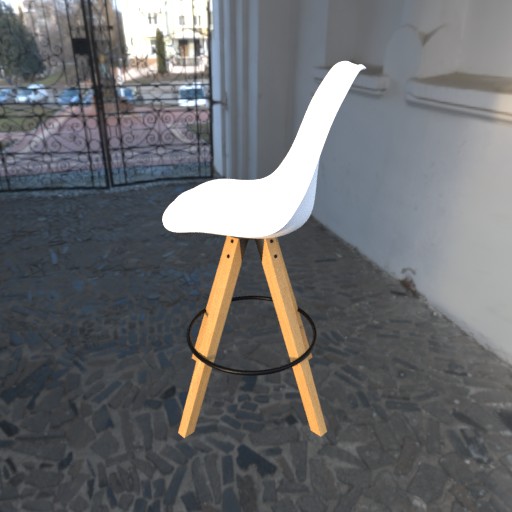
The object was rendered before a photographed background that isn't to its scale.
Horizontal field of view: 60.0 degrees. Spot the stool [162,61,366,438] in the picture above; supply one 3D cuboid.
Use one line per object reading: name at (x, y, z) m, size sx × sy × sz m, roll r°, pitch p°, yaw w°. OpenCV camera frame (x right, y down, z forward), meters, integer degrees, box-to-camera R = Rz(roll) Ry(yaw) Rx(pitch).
stool at (0.000, 0.000, 1.393) m, size 0.549 × 1.115 × 0.482 m, roll 0°, pitch 26°, yaw -1°
